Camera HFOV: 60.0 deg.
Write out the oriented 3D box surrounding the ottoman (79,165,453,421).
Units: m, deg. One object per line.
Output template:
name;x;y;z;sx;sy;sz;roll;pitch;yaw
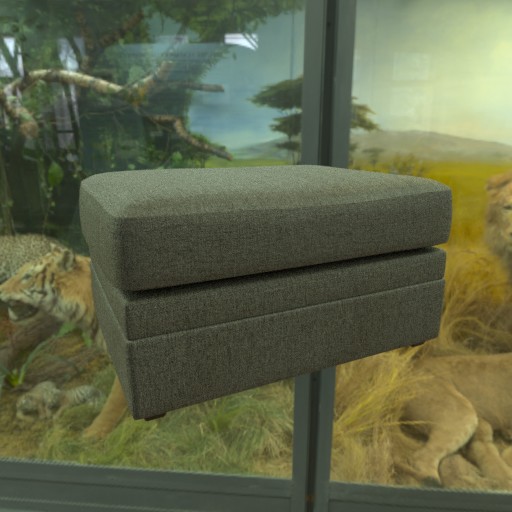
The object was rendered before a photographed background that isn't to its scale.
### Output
ottoman;0.000;0.000;1.260;0.885;0.478;0.637;-8;18;-25
